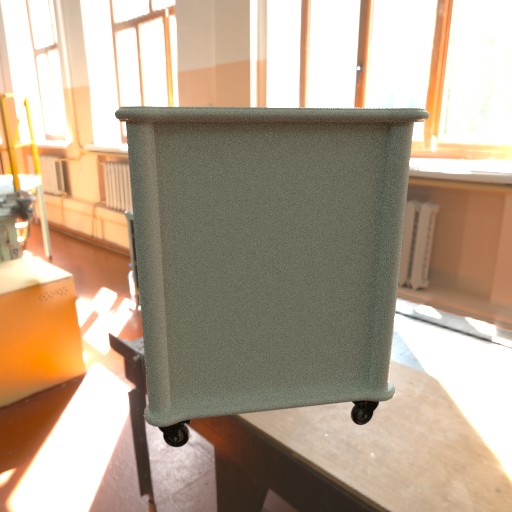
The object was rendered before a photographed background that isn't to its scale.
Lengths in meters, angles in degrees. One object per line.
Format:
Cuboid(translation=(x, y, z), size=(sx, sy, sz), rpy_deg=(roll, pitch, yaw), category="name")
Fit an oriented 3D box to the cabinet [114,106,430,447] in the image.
Cuboid(translation=(0.000, 0.000, 1.228), size=(0.627, 0.761, 0.628), rpy_deg=(-3, 17, -10), category="cabinet")
